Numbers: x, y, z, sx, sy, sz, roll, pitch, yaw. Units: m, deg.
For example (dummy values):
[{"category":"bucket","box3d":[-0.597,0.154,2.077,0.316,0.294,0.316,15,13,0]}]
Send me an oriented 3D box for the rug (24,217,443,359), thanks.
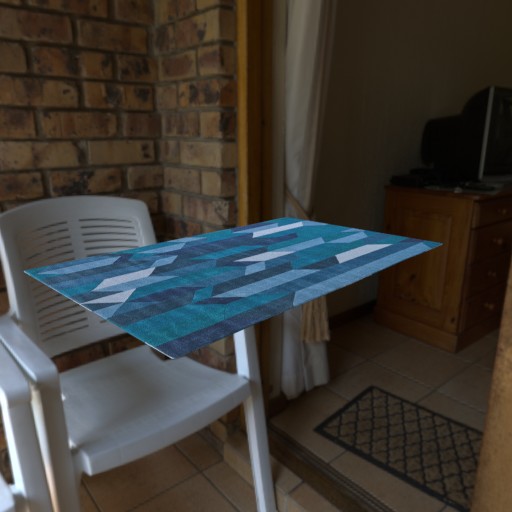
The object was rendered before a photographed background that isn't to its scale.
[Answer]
[{"category":"rug","box3d":[0.000,0.000,2.967,1.528,0.005,2.420,15,21,42]}]
